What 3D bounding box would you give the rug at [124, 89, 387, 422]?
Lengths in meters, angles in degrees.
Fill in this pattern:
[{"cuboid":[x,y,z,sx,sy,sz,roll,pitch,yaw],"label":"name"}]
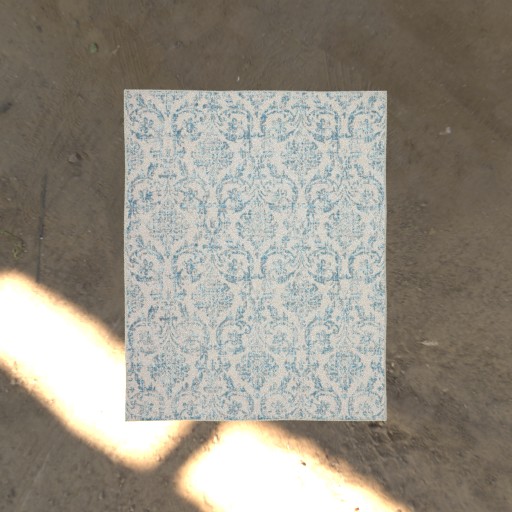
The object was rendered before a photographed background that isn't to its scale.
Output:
[{"cuboid":[0.000,0.000,3.990,2.363,0.012,2.980,0,90,-1],"label":"rug"}]
